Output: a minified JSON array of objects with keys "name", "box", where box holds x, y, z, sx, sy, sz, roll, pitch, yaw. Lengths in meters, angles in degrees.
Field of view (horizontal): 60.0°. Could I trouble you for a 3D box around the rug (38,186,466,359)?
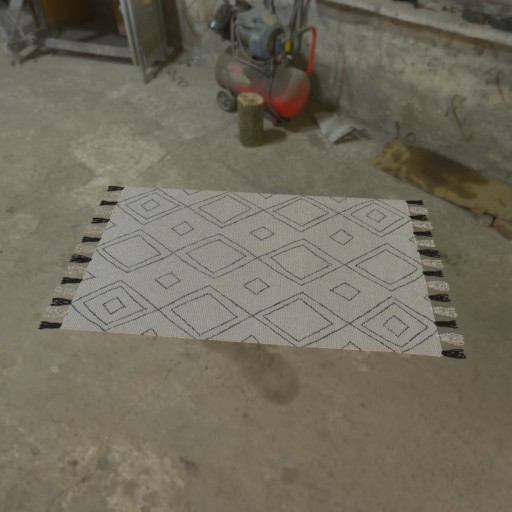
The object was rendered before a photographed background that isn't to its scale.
[{"name":"rug","box":[0.000,0.000,3.313,2.755,0.021,1.524,3,47,3]}]
